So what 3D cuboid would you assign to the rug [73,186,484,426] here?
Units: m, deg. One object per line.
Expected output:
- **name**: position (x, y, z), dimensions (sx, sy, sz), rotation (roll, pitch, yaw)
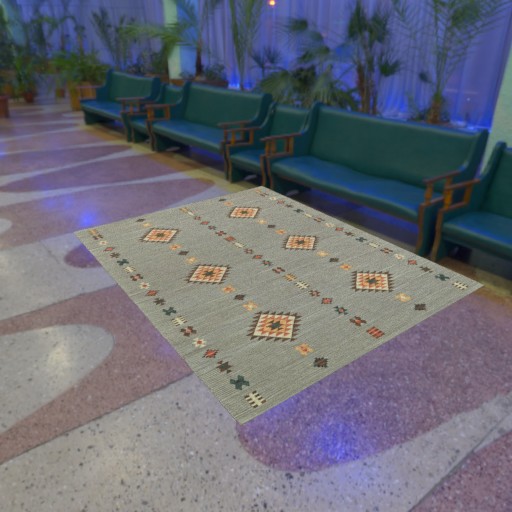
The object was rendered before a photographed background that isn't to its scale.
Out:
- **rug**: position (0.000, 0.000, 4.087), dimensions (2.425, 0.008, 3.035), rotation (-19, 33, -31)
